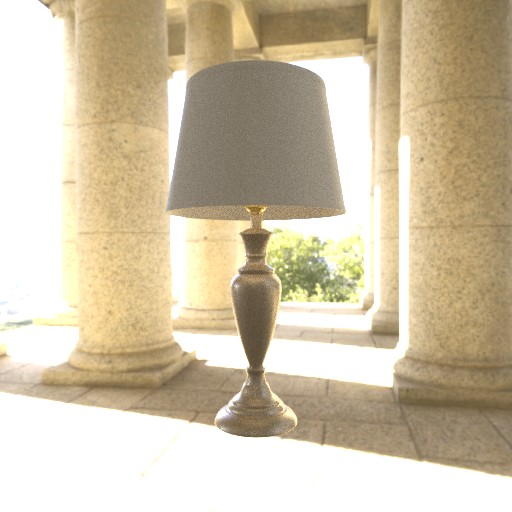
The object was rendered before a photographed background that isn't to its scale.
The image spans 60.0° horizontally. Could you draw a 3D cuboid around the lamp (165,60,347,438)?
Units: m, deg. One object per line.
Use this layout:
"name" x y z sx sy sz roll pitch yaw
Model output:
"lamp" 0.000 0.000 0.819 0.328 0.612 0.328 0 1 0
